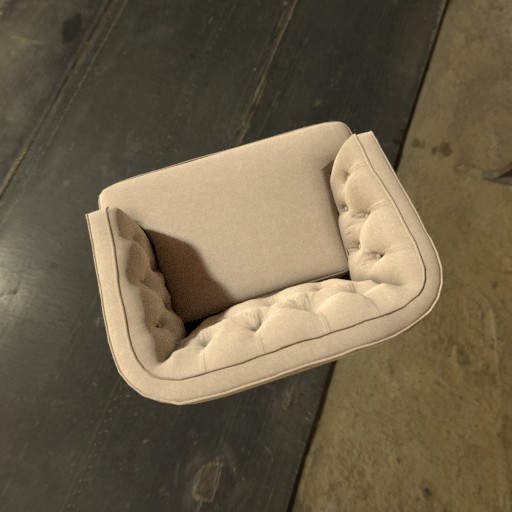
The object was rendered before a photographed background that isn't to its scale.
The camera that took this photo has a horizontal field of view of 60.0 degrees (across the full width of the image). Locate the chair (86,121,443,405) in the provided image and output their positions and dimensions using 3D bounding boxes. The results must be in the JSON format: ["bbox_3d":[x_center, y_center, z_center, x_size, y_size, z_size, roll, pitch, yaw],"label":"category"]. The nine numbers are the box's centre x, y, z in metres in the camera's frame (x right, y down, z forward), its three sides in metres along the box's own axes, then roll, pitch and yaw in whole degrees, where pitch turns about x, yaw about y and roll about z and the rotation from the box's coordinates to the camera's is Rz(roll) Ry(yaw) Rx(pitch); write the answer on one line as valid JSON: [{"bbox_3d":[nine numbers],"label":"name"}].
[{"bbox_3d":[0.000,0.000,1.773,1.104,0.852,0.941,-17,76,-4],"label":"chair"}]
